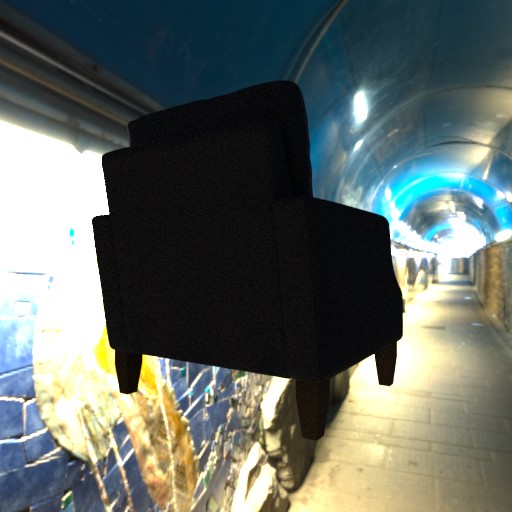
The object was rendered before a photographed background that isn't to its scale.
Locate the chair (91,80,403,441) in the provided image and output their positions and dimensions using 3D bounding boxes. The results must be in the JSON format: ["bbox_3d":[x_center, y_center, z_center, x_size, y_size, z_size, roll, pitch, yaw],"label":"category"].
[{"bbox_3d":[0.000,0.000,1.641,0.855,0.991,0.897,-1,-1,34],"label":"chair"}]
